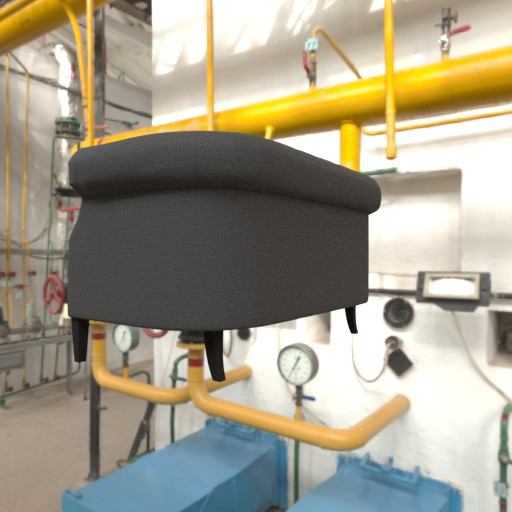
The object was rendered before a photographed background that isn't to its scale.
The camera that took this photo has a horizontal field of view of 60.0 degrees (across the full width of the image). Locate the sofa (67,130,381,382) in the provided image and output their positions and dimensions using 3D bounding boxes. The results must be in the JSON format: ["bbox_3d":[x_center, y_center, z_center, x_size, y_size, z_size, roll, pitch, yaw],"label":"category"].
[{"bbox_3d":[0.000,0.000,2.066,0.835,0.827,1.558,0,0,36],"label":"sofa"}]
